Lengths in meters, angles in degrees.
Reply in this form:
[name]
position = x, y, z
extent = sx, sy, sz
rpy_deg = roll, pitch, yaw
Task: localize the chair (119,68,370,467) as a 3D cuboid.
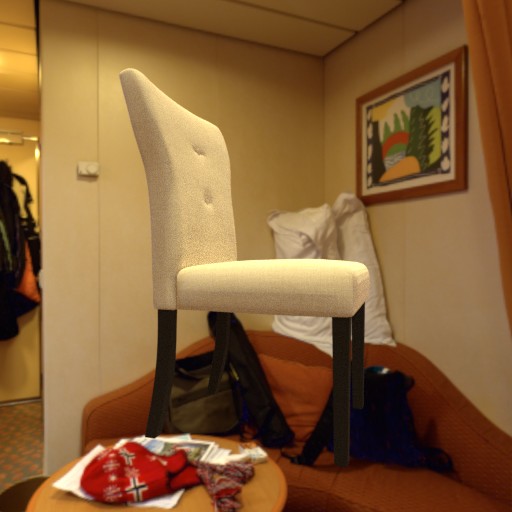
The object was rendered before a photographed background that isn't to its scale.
[chair]
position = 0.000, 0.000, 1.241
extent = 0.597, 0.921, 0.509
rpy_deg = 0, 0, 18
